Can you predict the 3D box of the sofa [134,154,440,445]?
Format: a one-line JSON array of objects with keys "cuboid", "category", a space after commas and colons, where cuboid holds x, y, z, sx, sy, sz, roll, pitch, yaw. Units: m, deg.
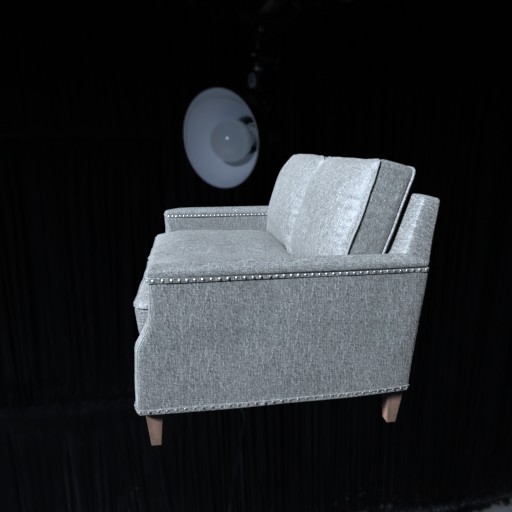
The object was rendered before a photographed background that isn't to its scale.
[{"cuboid": [0.000, 0.000, 2.248, 1.084, 1.003, 1.597, -2, 13, -9], "category": "sofa"}]
